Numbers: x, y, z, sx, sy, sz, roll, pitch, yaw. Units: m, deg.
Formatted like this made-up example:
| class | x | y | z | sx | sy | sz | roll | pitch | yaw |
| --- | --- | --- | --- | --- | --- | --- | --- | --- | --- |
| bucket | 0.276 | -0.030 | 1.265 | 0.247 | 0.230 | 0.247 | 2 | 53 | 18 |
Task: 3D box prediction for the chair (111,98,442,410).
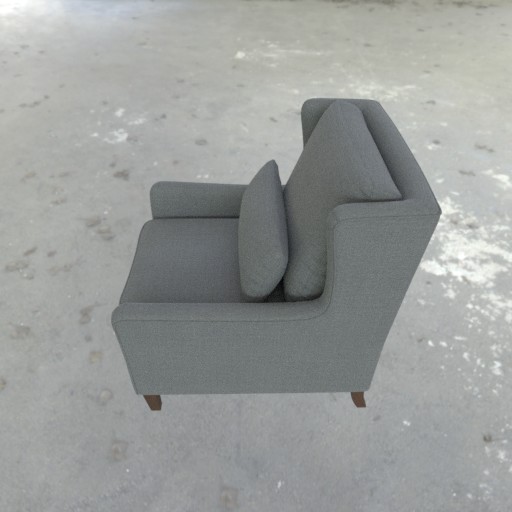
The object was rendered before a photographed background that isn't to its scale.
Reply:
| class | x | y | z | sx | sy | sz | roll | pitch | yaw |
| --- | --- | --- | --- | --- | --- | --- | --- | --- | --- |
| chair | 0.000 | 0.000 | 1.824 | 1.040 | 1.056 | 0.866 | -1 | 41 | -1 |
